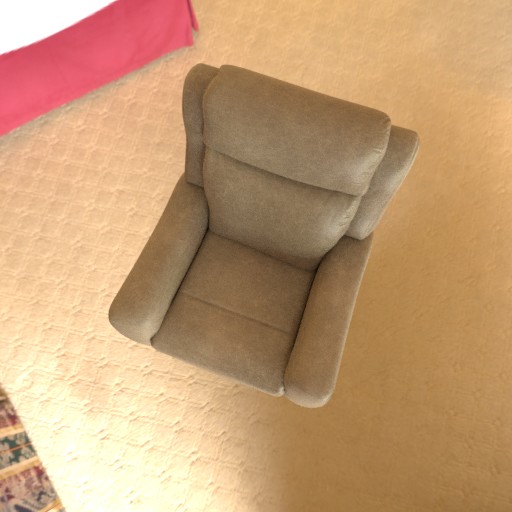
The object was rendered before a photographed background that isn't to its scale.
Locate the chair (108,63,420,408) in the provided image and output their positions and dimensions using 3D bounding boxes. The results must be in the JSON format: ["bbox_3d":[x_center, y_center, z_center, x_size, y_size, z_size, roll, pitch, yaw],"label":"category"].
[{"bbox_3d":[0.000,0.000,1.922,0.965,1.116,1.068,20,77,5],"label":"chair"}]
